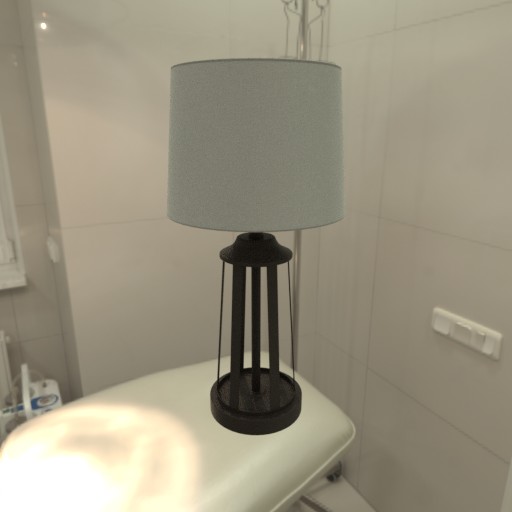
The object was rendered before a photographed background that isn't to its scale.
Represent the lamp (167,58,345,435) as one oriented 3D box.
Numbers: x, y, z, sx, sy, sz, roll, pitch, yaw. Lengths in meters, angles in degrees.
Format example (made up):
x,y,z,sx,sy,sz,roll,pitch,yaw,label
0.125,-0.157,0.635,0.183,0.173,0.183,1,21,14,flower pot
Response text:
x,y,z,sx,sy,sz,roll,pitch,yaw,label
0.000,0.000,0.653,0.251,0.509,0.251,0,17,0,lamp
